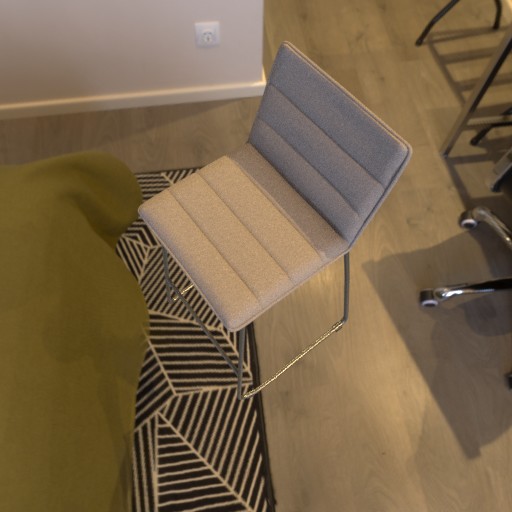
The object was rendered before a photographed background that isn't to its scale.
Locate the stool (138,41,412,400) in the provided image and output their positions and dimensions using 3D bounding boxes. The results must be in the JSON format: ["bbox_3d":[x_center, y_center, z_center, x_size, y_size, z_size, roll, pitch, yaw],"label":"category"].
[{"bbox_3d":[0.000,0.000,1.252,0.490,0.960,0.490,-35,69,-16],"label":"stool"}]
